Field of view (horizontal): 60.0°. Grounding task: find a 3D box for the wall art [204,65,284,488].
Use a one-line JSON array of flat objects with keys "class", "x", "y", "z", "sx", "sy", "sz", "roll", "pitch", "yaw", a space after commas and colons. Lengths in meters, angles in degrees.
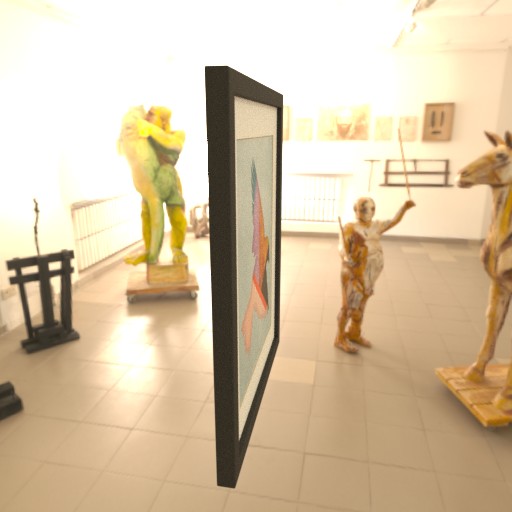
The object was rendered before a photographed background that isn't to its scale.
[{"class": "wall art", "x": 0.000, "y": 0.000, "z": 0.770, "sx": 0.028, "sy": 0.558, "sz": 0.457, "roll": 3, "pitch": 17, "yaw": 10}]
